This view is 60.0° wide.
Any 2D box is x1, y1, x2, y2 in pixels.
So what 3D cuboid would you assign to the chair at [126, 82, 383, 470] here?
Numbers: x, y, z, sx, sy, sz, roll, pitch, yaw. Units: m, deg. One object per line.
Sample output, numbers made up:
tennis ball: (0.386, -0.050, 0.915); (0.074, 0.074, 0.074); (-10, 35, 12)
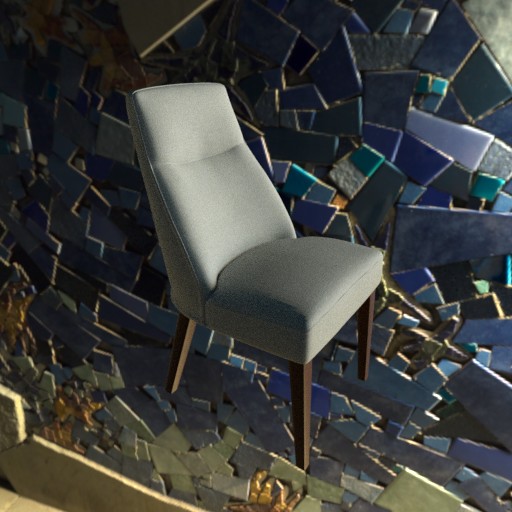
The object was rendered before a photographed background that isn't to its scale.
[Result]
chair: (0.000, 0.000, 1.310); (0.620, 0.930, 0.500); (16, 29, 31)
